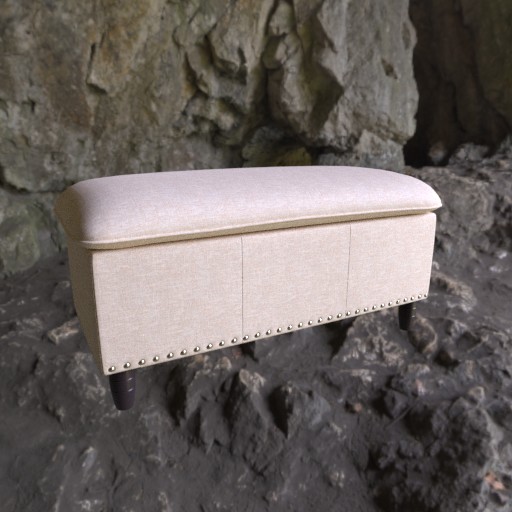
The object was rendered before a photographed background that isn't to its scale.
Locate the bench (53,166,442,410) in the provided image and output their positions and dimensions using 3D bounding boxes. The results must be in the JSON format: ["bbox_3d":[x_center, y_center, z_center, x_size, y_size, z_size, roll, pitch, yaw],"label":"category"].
[{"bbox_3d":[0.000,0.000,1.247,0.991,0.483,0.483,-8,18,-27],"label":"bench"}]
